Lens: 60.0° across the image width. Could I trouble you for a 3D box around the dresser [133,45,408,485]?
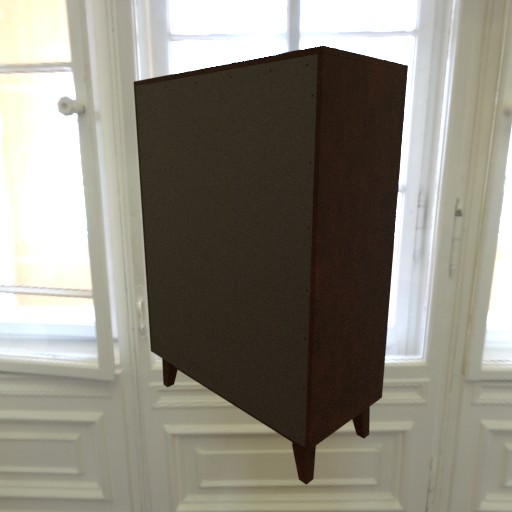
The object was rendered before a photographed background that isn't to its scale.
[{"bbox_3d":[0.000,0.000,1.979,0.506,1.514,1.072,-13,20,-42],"label":"dresser"}]
